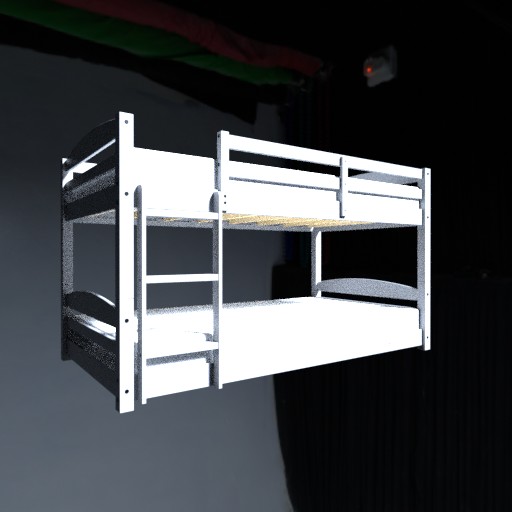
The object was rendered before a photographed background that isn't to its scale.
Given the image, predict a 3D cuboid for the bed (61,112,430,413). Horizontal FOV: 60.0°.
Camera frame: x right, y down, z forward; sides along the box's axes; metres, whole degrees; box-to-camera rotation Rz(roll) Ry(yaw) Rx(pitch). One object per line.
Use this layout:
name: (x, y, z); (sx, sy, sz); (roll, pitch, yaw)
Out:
bed: (0.000, 0.000, 2.709); (2.013, 1.206, 1.105); (0, 0, -35)
